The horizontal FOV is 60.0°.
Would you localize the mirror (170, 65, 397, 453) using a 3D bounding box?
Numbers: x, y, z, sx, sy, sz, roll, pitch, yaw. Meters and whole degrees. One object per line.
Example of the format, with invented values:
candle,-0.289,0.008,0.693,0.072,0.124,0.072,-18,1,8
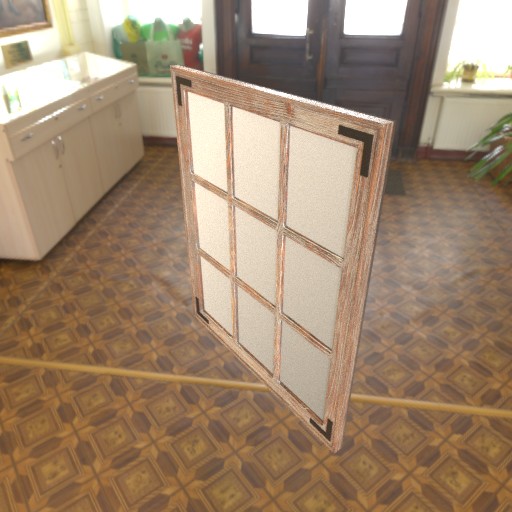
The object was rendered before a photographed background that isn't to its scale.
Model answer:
mirror,0.000,0.000,1.214,0.032,0.882,0.730,-22,38,-31
